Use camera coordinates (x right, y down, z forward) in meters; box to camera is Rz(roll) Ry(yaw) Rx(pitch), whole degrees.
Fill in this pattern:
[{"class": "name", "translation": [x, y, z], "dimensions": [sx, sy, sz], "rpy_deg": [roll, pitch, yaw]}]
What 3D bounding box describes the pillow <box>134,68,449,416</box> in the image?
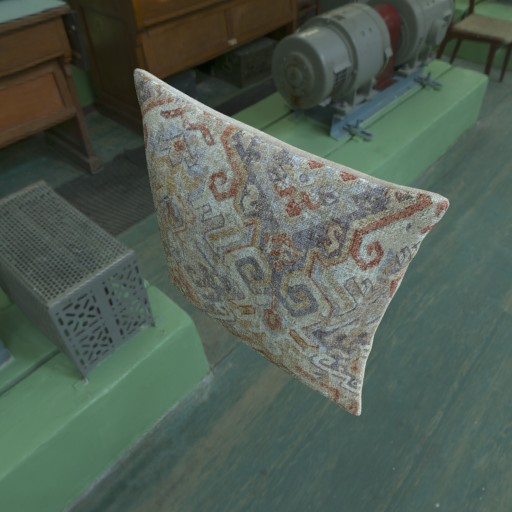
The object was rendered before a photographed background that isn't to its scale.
[{"class": "pillow", "translation": [0.000, 0.000, 0.760], "dimensions": [0.523, 0.506, 0.166], "rpy_deg": [31, 54, 27]}]
